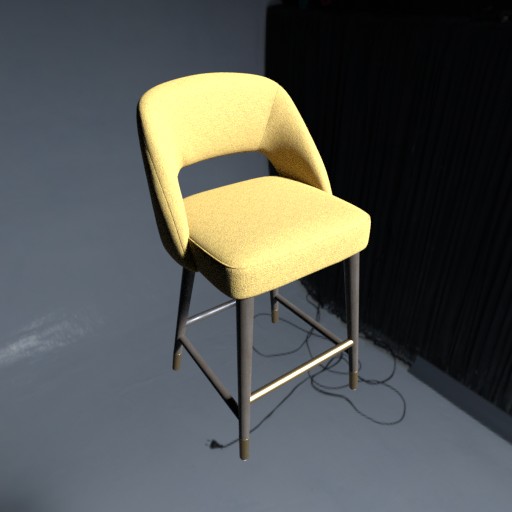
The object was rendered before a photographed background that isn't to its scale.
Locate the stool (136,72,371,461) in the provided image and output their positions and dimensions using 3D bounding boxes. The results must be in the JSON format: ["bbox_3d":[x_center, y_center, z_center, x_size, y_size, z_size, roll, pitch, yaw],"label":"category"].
[{"bbox_3d":[0.000,0.000,1.295,0.536,0.939,0.522,-20,36,-30],"label":"stool"}]
